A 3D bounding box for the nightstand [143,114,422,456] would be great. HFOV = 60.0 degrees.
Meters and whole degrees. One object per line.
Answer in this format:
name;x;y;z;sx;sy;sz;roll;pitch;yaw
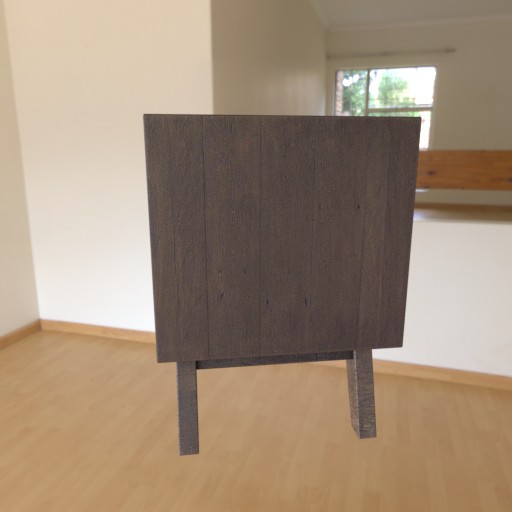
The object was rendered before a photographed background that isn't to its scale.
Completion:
nightstand;0.000;0.000;1.063;0.450;0.599;0.650;-2;14;-8
